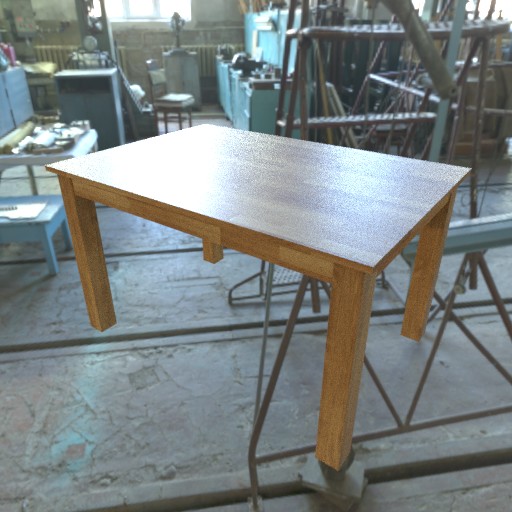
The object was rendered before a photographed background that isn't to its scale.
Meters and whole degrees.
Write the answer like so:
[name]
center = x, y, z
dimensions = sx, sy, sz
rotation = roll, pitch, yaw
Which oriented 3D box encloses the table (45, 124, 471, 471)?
[table]
center = 0.000, 0.000, 1.821
dimensions = 1.300, 0.750, 0.900
rotation = 19, 34, 31
